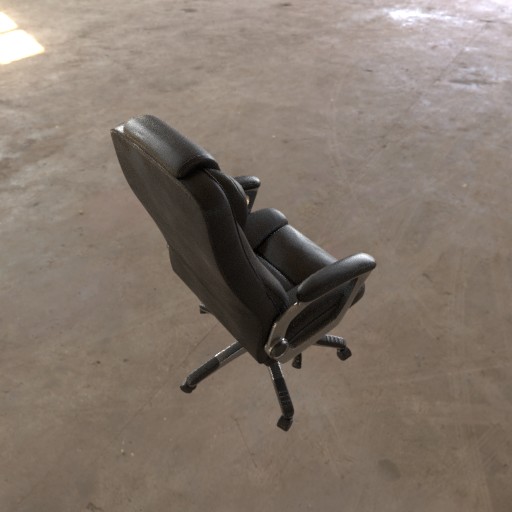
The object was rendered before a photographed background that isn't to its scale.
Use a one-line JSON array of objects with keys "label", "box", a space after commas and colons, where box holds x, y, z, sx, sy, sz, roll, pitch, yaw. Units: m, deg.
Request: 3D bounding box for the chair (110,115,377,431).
[{"label": "chair", "box": [0.000, 0.000, 1.501, 0.689, 1.075, 0.697, -27, 48, -27]}]
